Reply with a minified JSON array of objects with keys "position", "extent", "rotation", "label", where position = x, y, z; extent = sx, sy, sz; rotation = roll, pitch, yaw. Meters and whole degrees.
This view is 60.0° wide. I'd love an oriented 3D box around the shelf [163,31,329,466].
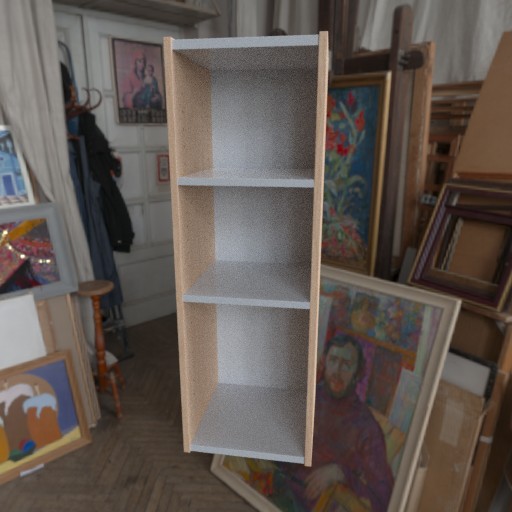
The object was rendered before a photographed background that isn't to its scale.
[{"position":[0.000,0.000,1.049],"extent":[0.300,0.900,0.290],"rotation":[2,15,9],"label":"shelf"}]
